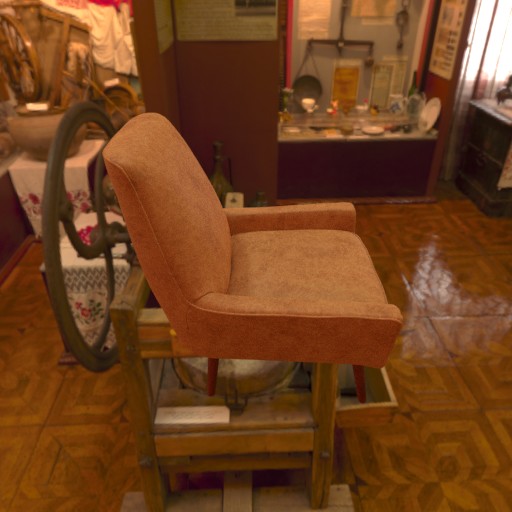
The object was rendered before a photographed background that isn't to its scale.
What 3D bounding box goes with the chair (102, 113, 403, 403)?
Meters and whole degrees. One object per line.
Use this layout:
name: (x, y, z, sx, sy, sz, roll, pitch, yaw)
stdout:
chair: (0.000, 0.000, 1.543, 0.851, 0.883, 0.753, 0, 32, 0)
